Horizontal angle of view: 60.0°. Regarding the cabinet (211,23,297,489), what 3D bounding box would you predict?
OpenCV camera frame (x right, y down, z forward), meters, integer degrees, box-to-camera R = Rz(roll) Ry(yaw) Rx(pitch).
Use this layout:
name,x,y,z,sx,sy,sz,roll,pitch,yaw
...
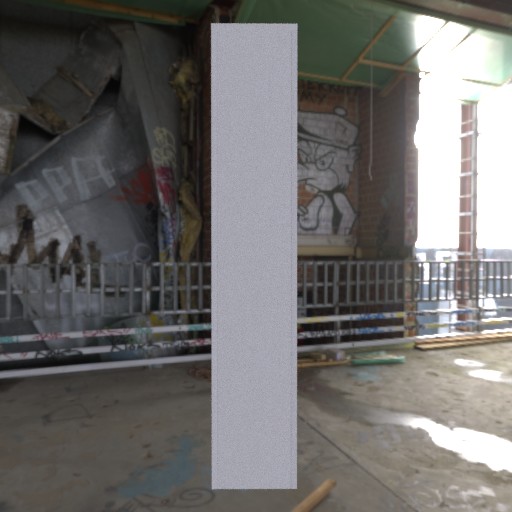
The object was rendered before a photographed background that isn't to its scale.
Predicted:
name,x,y,z,sx,sy,sz,roll,pitch,yaw
cabinet,0.000,0.000,1.593,0.250,1.280,0.750,0,1,0
